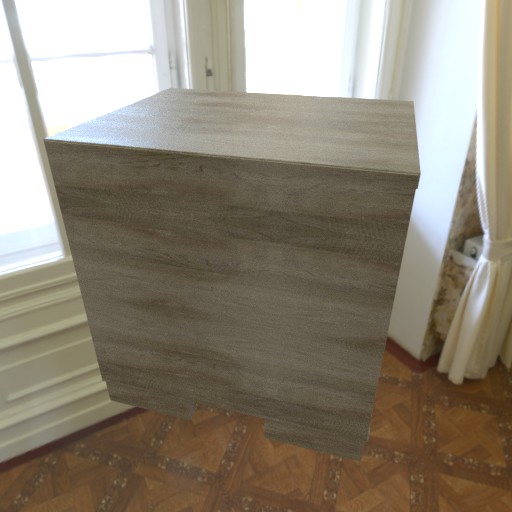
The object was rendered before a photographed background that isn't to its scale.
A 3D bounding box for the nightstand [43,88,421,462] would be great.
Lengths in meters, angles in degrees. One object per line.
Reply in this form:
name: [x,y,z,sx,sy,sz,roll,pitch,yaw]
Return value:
nightstand: [0.000,0.000,0.730,0.427,0.448,0.347,8,32,14]
